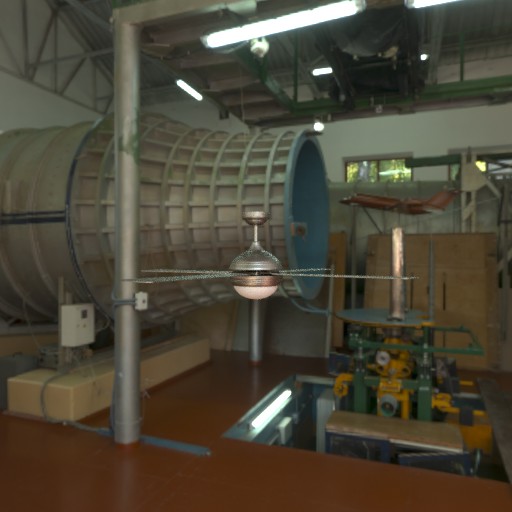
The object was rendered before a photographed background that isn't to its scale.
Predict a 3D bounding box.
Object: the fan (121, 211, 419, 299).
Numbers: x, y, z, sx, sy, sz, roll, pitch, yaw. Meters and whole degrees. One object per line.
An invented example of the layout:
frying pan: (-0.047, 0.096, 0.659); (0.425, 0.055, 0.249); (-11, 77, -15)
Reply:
fan: (0.000, 0.000, 1.963); (1.321, 0.381, 1.321); (0, 0, -35)
